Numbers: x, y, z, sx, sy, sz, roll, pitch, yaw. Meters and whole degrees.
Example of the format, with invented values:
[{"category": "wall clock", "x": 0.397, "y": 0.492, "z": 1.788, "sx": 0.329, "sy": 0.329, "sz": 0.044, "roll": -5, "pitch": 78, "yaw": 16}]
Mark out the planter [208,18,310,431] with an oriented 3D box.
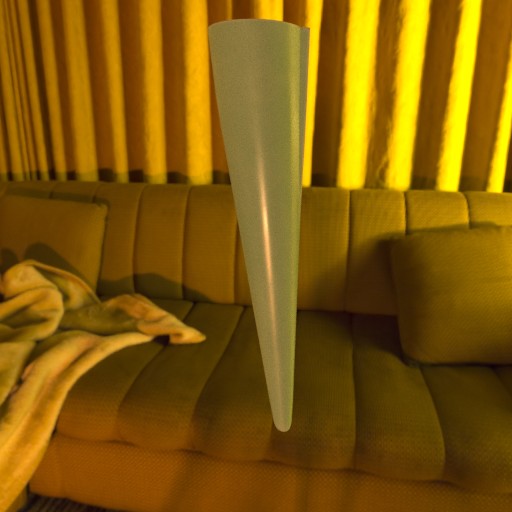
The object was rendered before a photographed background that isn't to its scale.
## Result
[{"category": "planter", "x": 0.000, "y": 0.000, "z": 0.288, "sx": 0.055, "sy": 0.268, "sz": 0.054, "roll": -3, "pitch": 16, "yaw": -10}]
